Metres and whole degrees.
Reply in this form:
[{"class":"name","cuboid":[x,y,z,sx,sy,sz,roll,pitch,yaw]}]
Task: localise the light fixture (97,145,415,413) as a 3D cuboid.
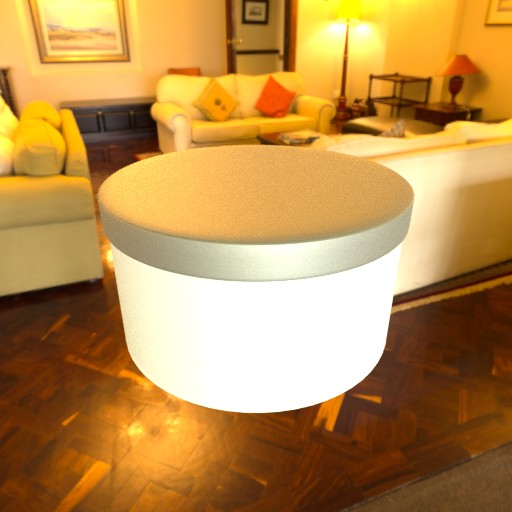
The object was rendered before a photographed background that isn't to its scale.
[{"class":"light fixture","cuboid":[0.000,0.000,0.627,0.393,0.229,0.393,0,27,0]}]
